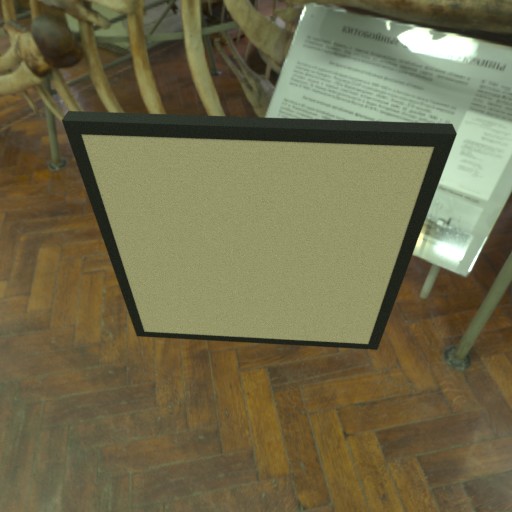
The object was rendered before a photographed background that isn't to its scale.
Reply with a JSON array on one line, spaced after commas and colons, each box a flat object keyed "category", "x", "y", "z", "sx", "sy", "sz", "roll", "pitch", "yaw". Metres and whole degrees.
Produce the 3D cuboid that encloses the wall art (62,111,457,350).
[{"category": "wall art", "x": 0.000, "y": 0.000, "z": 0.457, "sx": 0.306, "sy": 0.304, "sz": 0.015, "roll": 3, "pitch": 46, "yaw": 3}]
